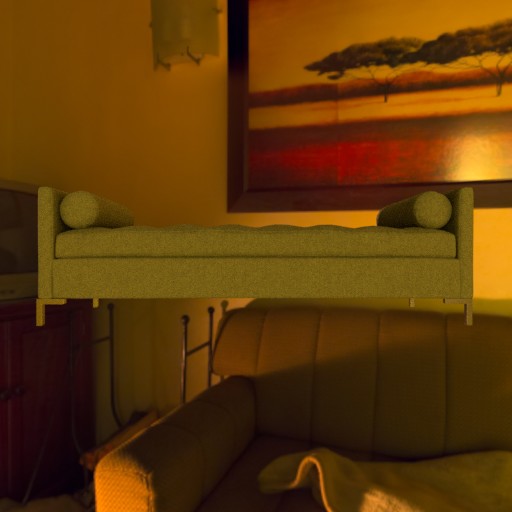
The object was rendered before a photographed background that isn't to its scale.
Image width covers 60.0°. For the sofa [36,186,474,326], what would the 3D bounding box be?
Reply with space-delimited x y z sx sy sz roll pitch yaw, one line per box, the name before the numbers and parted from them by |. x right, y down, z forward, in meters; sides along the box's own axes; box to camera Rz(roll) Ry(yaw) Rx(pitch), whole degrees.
sofa | 0.000 0.000 2.486 2.102 0.657 0.797 0 0 -1
